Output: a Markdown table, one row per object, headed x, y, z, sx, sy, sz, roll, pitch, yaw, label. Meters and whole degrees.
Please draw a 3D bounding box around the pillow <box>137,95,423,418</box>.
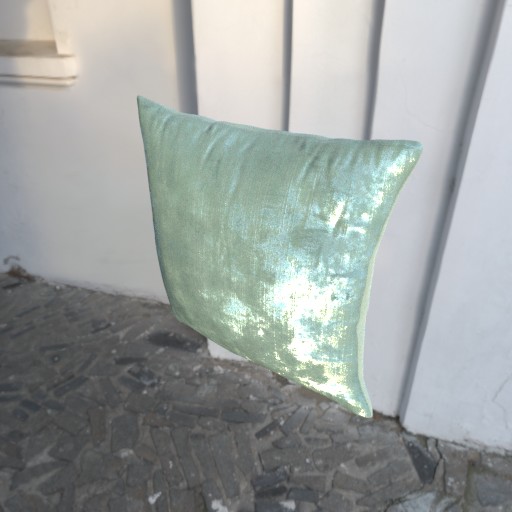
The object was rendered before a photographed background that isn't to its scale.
| x | y | z | sx | sy | sz | roll | pitch | yaw | label |
| --- | --- | --- | --- | --- | --- | --- | --- | --- | --- |
| 0.000 | 0.000 | 0.734 | 0.470 | 0.464 | 0.175 | 20 | 35 | 30 | pillow |
